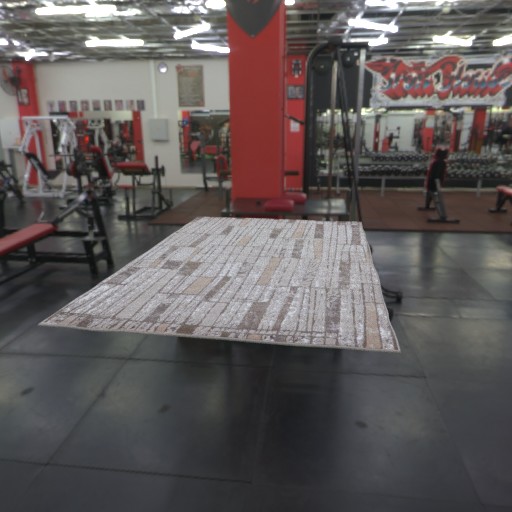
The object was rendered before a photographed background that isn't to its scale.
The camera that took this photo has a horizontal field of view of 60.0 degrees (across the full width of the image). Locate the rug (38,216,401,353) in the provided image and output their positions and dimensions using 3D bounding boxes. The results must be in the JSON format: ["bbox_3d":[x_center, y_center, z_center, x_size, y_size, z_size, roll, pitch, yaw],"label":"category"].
[{"bbox_3d":[0.000,0.000,2.963,1.531,0.023,2.444,3,16,9],"label":"rug"}]
